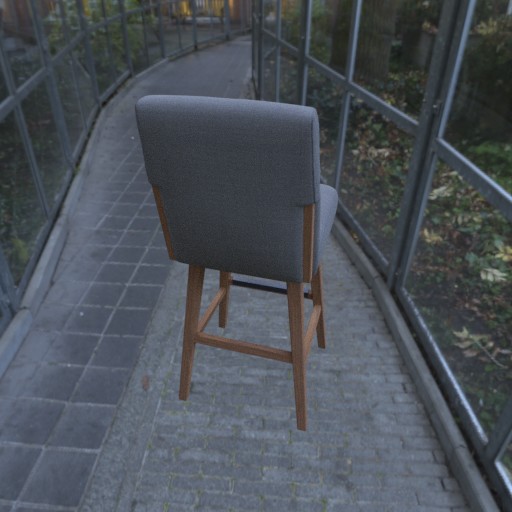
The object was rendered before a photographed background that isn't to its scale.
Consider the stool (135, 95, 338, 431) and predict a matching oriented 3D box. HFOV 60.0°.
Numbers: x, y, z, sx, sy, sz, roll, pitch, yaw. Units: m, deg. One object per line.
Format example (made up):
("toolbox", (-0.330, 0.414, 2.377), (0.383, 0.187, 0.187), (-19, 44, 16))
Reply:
("stool", (0.000, 0.000, 1.464), (0.483, 1.112, 0.570), (9, 33, 14))
